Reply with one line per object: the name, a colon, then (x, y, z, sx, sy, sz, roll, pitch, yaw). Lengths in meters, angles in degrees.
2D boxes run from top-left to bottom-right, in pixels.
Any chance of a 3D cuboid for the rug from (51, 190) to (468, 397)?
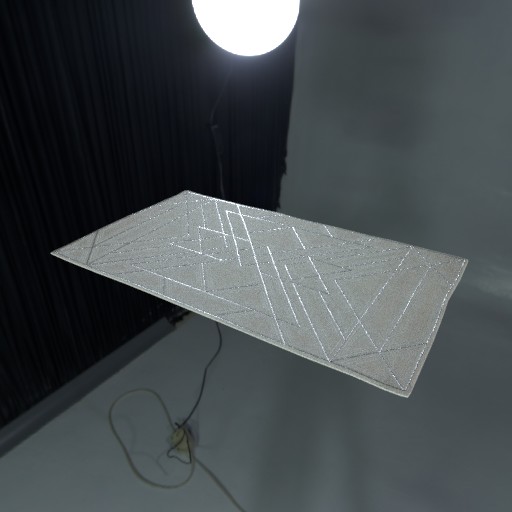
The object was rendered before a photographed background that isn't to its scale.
rug: (0.000, 0.000, 1.063, 0.869, 0.008, 0.511, 17, 33, 28)
